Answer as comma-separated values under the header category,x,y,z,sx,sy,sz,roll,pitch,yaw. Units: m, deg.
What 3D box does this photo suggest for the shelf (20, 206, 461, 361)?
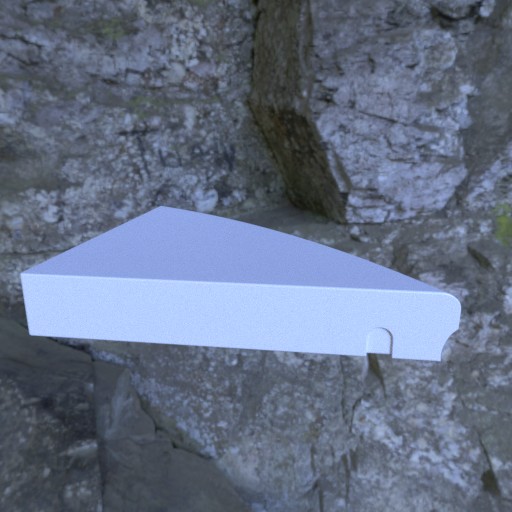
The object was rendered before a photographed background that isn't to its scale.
category,x,y,z,sx,sy,sz,roll,pitch,yaw
shelf,0.000,0.000,0.459,0.310,0.050,0.310,2,16,7
